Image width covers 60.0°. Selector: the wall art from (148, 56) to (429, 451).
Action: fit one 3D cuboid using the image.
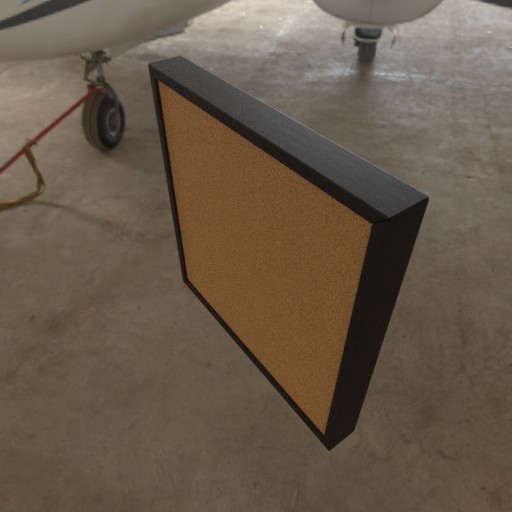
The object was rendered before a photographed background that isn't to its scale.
[{"bbox_3d":[0.000,0.000,0.453,0.037,0.305,0.305,-27,49,-26],"label":"wall art"}]
